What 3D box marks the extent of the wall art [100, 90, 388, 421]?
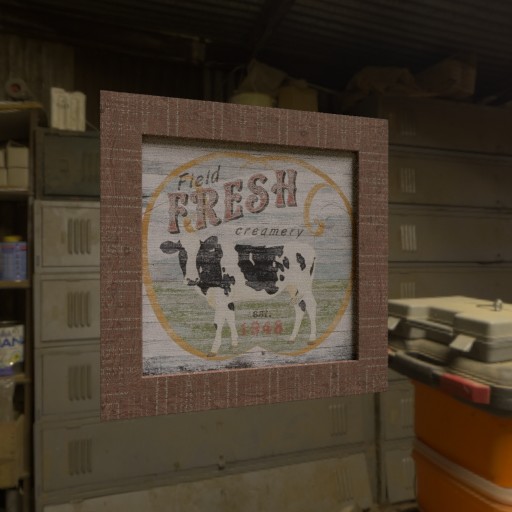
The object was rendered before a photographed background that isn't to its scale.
[{"bbox_3d":[0.000,0.000,0.802,0.531,0.531,0.029,0,0,-17],"label":"wall art"}]
